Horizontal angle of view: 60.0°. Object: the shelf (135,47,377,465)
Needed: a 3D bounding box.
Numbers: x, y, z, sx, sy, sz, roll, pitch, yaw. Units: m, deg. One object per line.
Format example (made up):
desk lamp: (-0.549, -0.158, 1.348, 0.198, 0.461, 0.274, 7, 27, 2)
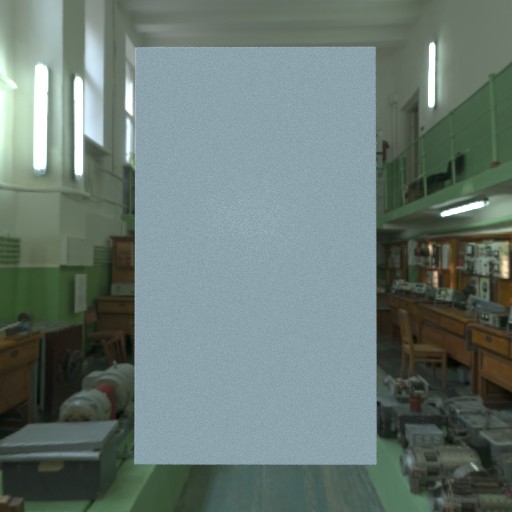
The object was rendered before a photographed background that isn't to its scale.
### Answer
shelf: (0.000, 0.000, 0.782, 0.350, 0.600, 0.290, 0, 0, 0)
